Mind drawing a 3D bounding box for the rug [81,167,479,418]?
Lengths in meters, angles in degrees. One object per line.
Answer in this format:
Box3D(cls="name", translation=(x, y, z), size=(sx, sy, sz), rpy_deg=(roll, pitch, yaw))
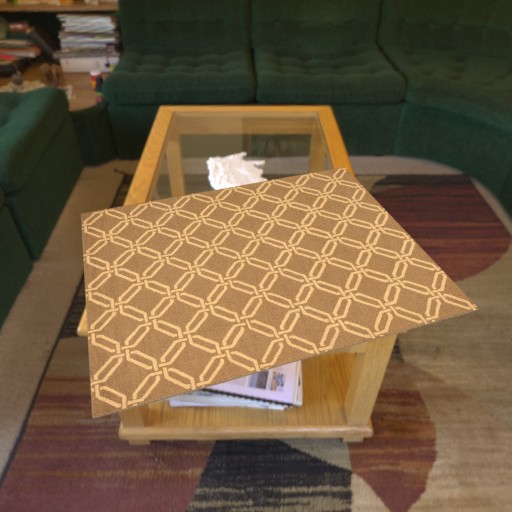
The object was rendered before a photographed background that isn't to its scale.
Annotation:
Box3D(cls="rug", translation=(0.000, 0.000, 3.914), size=(2.895, 0.018, 2.288), rpy_deg=(-12, 43, -14))
